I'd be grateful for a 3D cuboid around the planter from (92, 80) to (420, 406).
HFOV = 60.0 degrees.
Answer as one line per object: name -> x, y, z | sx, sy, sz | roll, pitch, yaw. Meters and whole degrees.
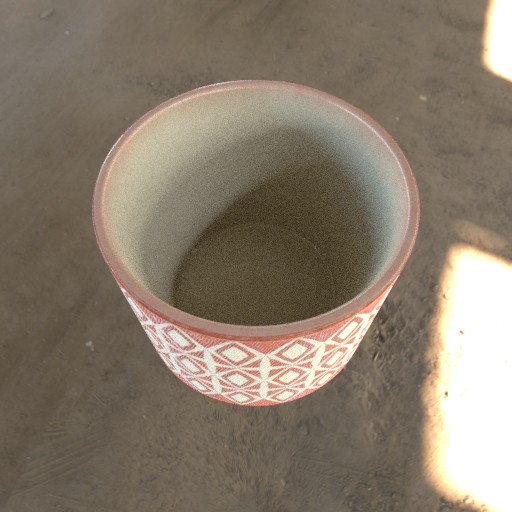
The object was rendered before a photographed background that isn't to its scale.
planter -> 0.000, 0.000, 0.475 | 0.273, 0.237, 0.273 | 0, 59, 0
